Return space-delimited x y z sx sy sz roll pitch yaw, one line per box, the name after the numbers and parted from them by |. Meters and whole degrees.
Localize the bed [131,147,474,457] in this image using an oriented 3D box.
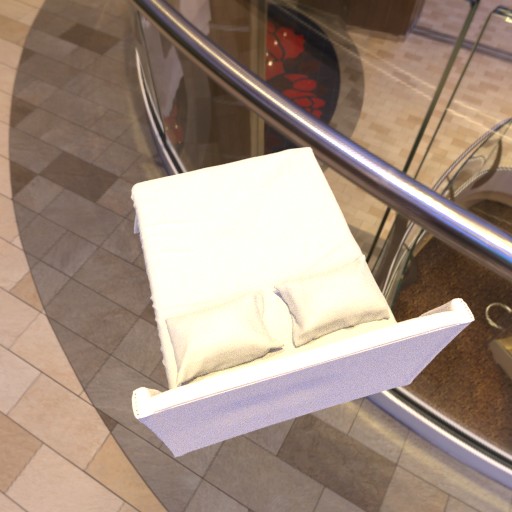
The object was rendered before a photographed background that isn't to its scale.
0.000 0.000 3.441 1.925 1.332 2.276 -14 59 -8 | bed
